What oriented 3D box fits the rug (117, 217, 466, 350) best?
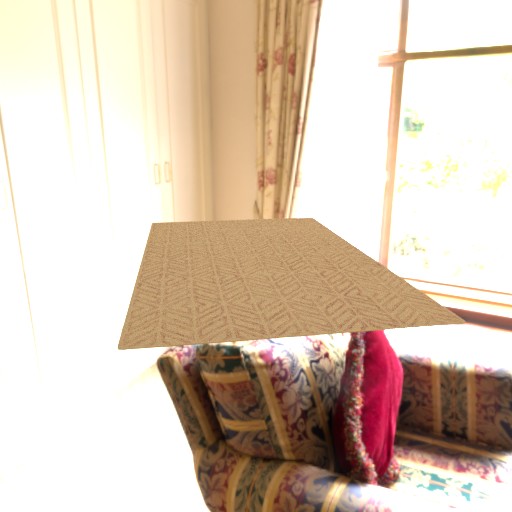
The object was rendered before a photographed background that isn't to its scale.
[{"bbox_3d":[0.000,0.000,3.020,1.523,0.008,2.438,-3,16,-9],"label":"rug"}]
